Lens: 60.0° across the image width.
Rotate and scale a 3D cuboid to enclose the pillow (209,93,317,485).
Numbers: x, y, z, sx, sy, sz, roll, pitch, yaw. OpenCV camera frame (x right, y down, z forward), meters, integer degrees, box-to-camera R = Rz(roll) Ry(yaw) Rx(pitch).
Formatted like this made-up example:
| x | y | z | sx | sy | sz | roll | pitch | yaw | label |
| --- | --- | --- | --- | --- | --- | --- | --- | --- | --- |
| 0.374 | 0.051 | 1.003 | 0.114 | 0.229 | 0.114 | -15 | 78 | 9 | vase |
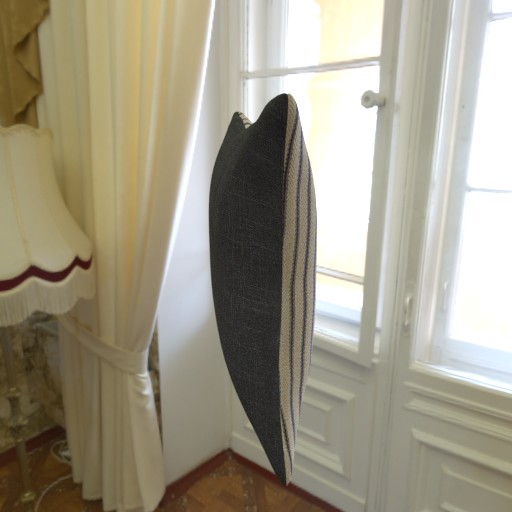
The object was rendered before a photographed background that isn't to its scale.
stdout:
| x | y | z | sx | sy | sz | roll | pitch | yaw | label |
| --- | --- | --- | --- | --- | --- | --- | --- | --- | --- |
| 0.000 | 0.000 | 0.683 | 0.138 | 0.444 | 0.468 | -2 | 16 | -8 | pillow |
